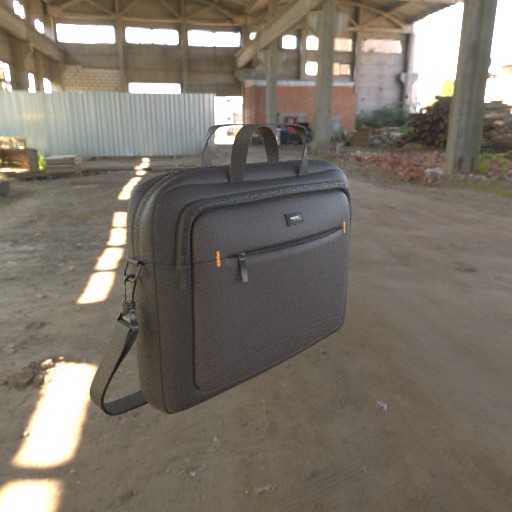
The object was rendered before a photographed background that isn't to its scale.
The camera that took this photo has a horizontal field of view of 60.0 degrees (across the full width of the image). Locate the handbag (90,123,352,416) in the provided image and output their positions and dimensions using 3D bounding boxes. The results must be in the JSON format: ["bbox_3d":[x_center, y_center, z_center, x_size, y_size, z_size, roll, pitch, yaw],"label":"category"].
[{"bbox_3d":[0.000,0.000,0.578,0.429,0.330,0.126,-15,22,-43],"label":"handbag"}]
